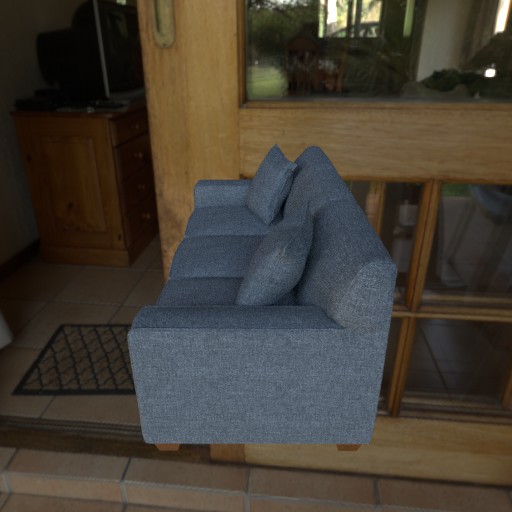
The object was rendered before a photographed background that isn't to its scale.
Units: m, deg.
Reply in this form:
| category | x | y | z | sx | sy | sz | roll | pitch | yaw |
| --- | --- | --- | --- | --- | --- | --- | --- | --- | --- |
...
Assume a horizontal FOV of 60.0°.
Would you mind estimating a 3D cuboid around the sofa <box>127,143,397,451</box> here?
| category | x | y | z | sx | sy | sz | roll | pitch | yaw |
| --- | --- | --- | --- | --- | --- | --- | --- | --- | --- |
| sofa | 0.000 | 0.000 | 2.560 | 0.997 | 0.958 | 2.024 | 0 | 25 | 0 |
